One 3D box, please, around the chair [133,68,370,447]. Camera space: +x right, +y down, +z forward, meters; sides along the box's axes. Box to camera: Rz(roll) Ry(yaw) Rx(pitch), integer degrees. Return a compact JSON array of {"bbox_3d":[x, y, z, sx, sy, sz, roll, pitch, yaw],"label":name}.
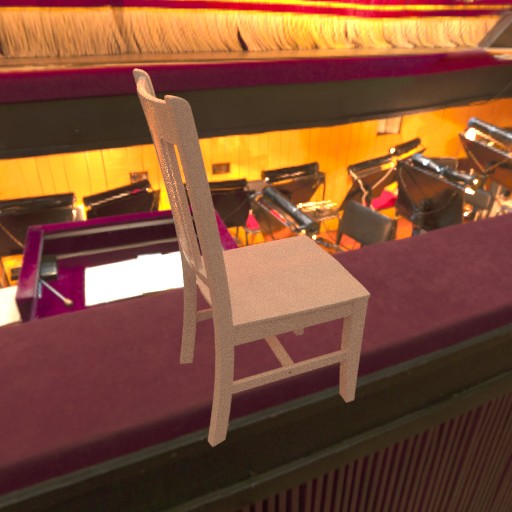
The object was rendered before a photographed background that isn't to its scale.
[{"bbox_3d":[0.000,0.000,1.306,0.555,0.998,0.450,-11,31,-19],"label":"chair"}]
